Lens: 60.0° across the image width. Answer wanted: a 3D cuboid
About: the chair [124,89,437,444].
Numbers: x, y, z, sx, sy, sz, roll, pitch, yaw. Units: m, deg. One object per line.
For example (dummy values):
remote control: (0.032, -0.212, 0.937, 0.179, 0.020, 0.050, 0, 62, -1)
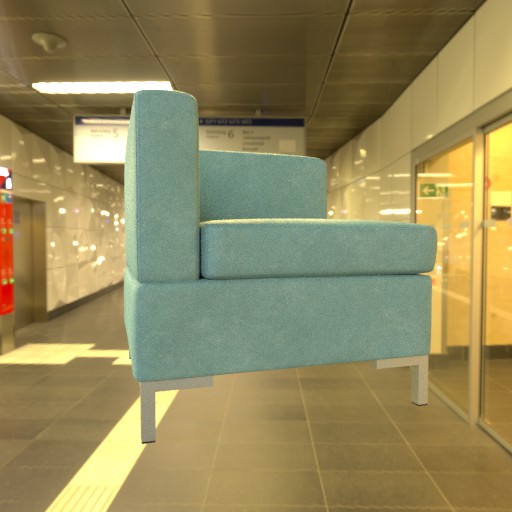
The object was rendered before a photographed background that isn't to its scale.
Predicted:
chair: (0.000, 0.000, 1.199, 0.680, 0.660, 0.680, -1, 2, -18)
